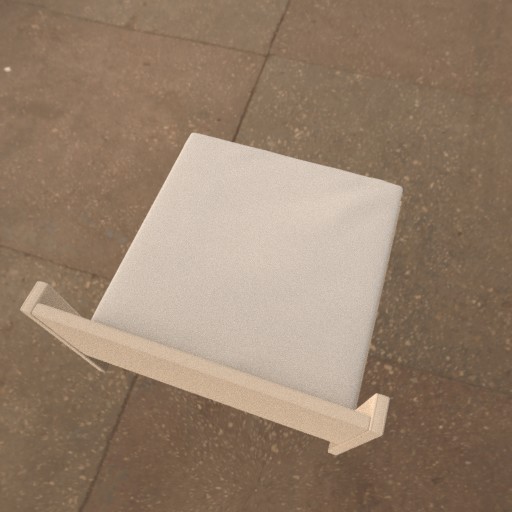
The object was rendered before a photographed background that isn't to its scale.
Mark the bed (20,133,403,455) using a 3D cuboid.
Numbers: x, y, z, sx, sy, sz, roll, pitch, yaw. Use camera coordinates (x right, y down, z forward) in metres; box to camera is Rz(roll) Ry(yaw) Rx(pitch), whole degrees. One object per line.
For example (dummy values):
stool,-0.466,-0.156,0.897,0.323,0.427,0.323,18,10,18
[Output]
bed,0.000,0.000,3.561,2.145,1.471,2.293,17,63,9
